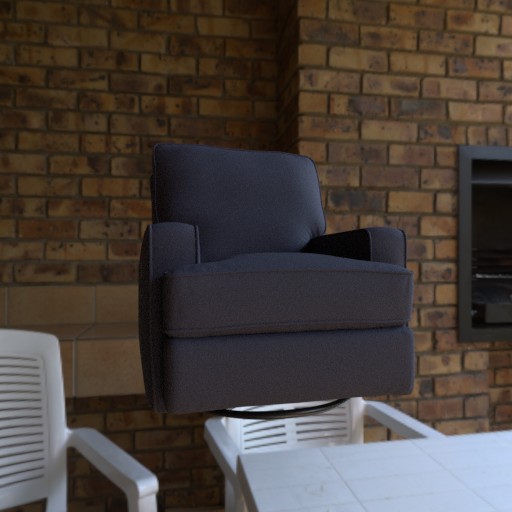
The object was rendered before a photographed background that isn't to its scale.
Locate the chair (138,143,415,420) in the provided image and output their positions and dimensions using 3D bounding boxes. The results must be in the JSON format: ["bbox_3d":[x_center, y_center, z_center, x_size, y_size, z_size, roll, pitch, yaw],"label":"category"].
[{"bbox_3d":[0.000,0.000,1.689,0.861,0.962,0.964,0,0,-16],"label":"chair"}]
